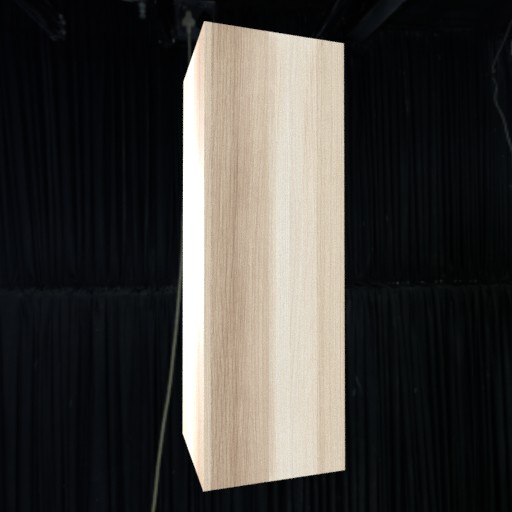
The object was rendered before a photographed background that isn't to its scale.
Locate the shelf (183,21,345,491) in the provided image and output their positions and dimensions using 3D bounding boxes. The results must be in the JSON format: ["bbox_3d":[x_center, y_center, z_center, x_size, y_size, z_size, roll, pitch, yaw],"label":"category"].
[{"bbox_3d":[0.000,0.000,1.003,0.290,0.872,0.290,0,-1,-17],"label":"shelf"}]
